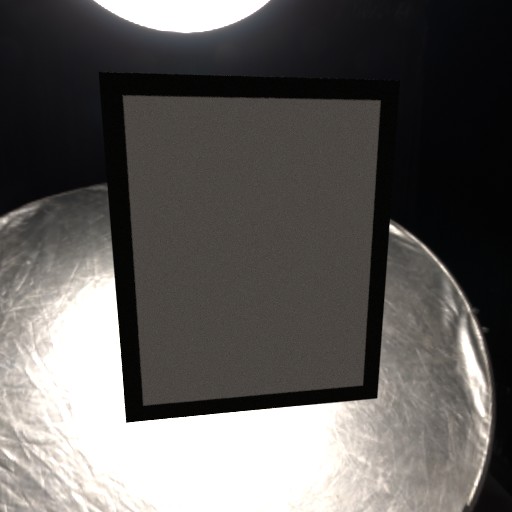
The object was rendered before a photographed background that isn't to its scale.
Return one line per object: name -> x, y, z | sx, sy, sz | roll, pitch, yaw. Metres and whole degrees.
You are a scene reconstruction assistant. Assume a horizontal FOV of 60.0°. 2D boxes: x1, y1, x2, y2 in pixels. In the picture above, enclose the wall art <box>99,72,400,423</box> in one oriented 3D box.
wall art -> 0.000, 0.000, 0.536 | 0.329, 0.404, 0.024 | -2, 14, -9
